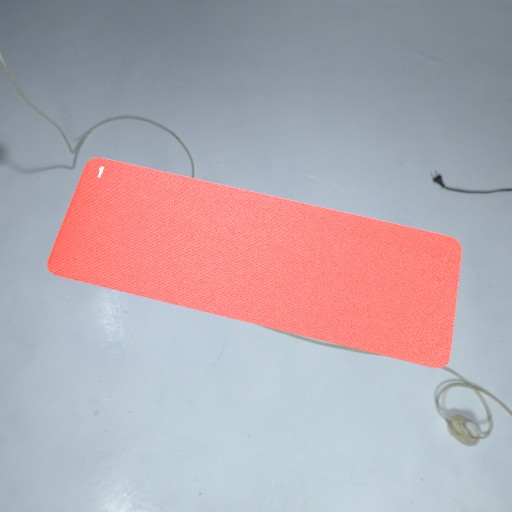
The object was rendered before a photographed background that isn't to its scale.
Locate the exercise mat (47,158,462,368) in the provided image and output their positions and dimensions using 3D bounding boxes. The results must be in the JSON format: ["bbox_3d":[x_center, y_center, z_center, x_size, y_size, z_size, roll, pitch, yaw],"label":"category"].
[{"bbox_3d":[0.000,0.000,2.067,1.869,0.021,0.616,13,75,4],"label":"exercise mat"}]
